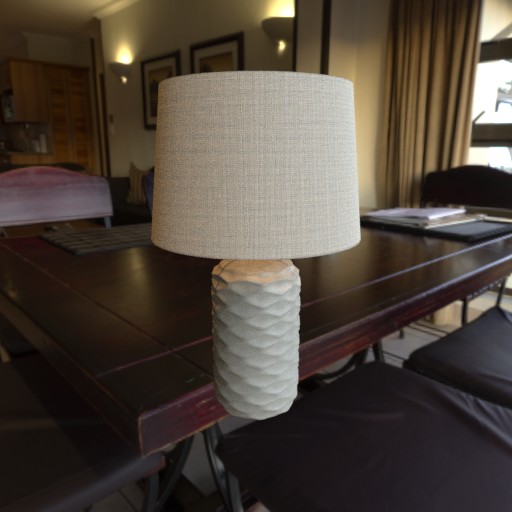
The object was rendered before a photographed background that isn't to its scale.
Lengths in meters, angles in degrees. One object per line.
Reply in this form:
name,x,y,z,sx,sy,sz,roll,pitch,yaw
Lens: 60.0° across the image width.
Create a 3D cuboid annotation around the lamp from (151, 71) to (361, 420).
lamp,0.000,0.000,0.826,0.376,0.594,0.376,0,14,0
